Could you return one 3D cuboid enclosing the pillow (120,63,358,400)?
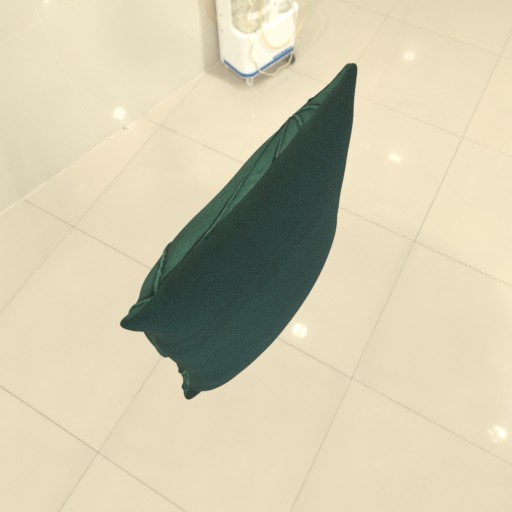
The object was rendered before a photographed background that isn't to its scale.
[{"bbox_3d":[0.000,0.000,0.684,0.184,0.440,0.439,33,68,15],"label":"pillow"}]
